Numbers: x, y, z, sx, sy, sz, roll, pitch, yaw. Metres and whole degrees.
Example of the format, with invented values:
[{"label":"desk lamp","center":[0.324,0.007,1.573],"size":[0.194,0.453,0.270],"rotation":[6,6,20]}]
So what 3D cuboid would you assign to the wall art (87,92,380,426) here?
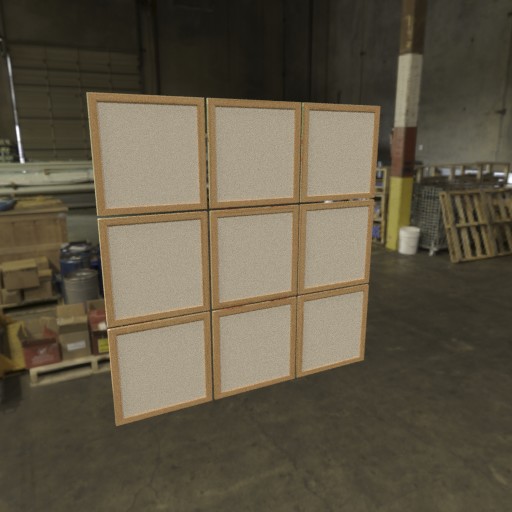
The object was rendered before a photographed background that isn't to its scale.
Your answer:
[{"label":"wall art","center":[0.000,0.000,1.834],"size":[1.214,1.219,0.013],"rotation":[-7,16,-26]}]
